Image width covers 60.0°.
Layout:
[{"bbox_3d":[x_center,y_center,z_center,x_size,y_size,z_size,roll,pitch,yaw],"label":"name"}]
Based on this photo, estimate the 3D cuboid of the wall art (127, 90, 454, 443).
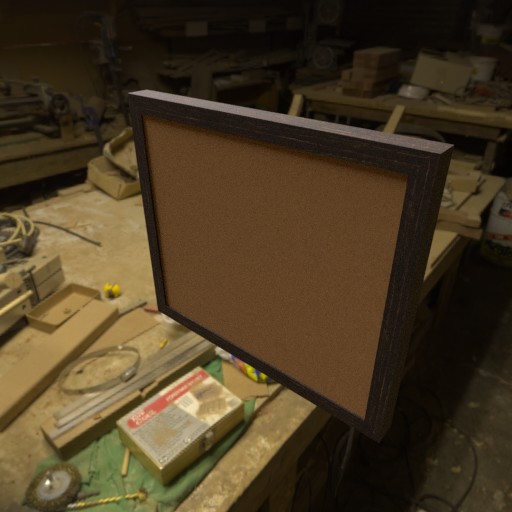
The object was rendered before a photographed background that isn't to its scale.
[{"bbox_3d":[0.000,0.000,0.527,0.381,0.330,0.031,23,37,33],"label":"wall art"}]
